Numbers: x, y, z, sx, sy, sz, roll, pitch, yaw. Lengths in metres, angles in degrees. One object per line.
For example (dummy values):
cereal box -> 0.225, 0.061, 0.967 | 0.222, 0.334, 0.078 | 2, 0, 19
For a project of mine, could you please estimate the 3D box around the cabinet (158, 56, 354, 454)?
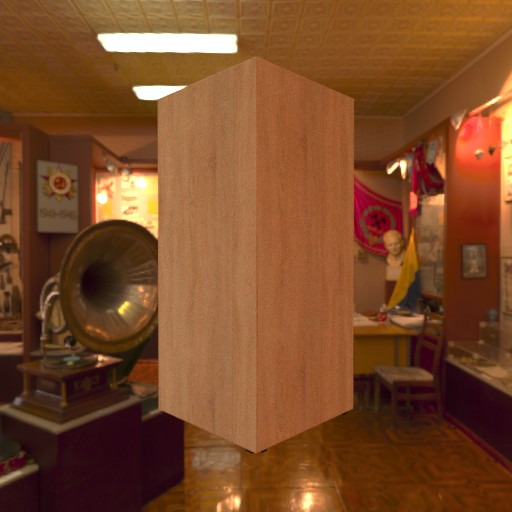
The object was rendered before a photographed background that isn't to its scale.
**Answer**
cabinet -> 0.000, 0.000, 2.897 | 1.327, 2.120, 1.094 | 0, 1, 0
